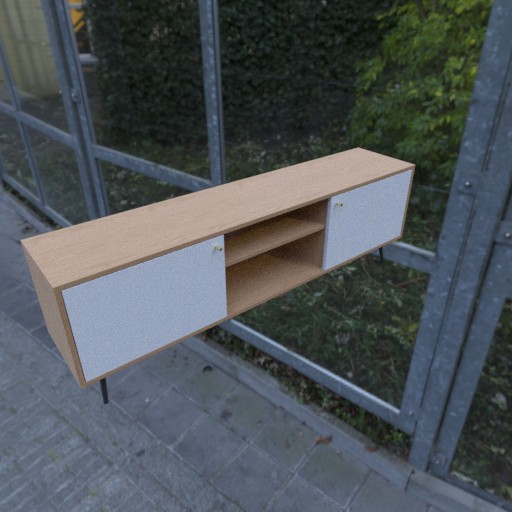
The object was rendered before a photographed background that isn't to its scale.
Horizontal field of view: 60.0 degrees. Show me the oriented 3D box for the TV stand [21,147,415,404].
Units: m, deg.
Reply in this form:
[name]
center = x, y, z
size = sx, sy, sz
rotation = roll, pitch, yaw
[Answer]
[TV stand]
center = 0.000, 0.000, 2.015
size = 1.760, 0.580, 0.400
rotation = -22, 37, -32
